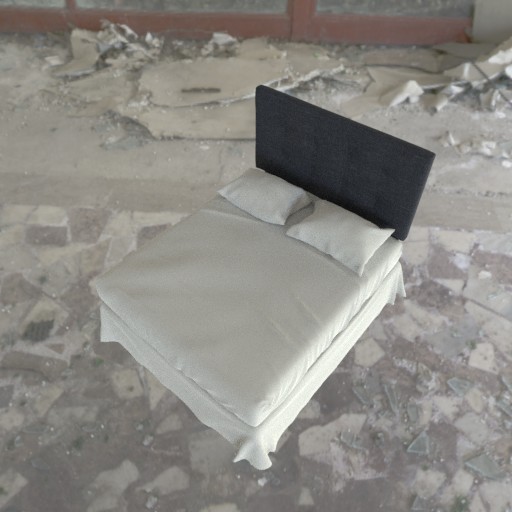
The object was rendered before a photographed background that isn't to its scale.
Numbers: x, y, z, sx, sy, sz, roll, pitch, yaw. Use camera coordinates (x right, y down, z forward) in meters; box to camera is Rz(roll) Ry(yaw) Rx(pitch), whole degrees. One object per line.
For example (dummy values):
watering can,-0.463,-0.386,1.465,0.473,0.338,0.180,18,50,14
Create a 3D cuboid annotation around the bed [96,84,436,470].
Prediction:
bed,0.000,0.000,3.519,1.936,1.577,2.222,32,55,26
